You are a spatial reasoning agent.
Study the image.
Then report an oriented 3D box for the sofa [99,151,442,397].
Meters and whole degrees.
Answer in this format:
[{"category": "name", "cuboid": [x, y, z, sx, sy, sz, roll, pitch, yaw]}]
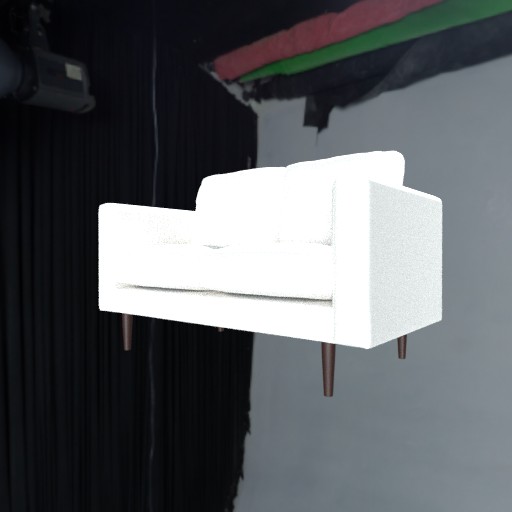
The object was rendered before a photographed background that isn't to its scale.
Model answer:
[{"category": "sofa", "cuboid": [0.000, 0.000, 2.032, 1.430, 0.908, 0.796, 0, 1, 39]}]
